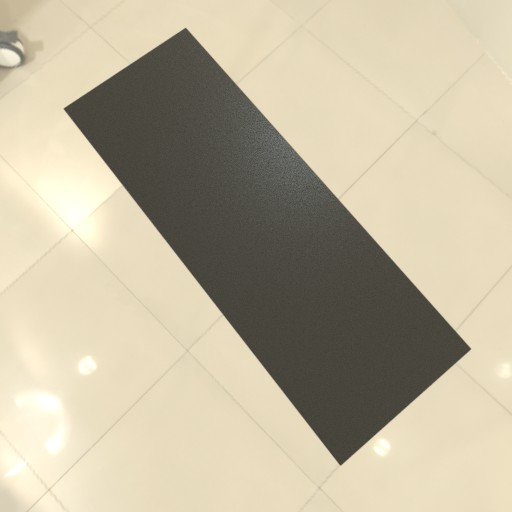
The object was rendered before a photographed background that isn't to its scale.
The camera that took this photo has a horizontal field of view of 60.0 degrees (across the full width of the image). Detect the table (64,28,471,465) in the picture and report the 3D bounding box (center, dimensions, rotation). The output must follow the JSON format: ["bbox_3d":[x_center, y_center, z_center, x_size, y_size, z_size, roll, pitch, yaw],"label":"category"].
[{"bbox_3d":[0.000,0.000,1.419,0.397,0.753,1.068,-38,80,-8],"label":"table"}]
